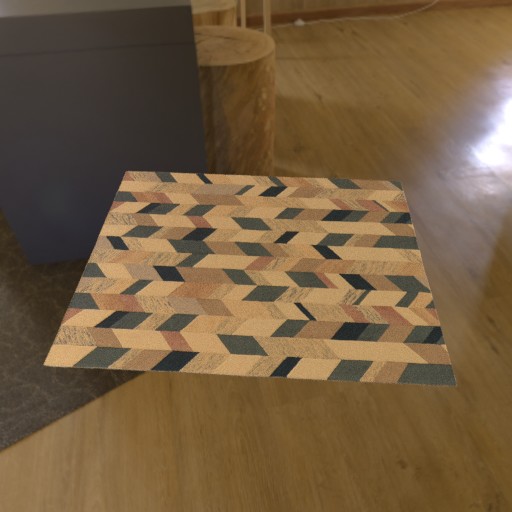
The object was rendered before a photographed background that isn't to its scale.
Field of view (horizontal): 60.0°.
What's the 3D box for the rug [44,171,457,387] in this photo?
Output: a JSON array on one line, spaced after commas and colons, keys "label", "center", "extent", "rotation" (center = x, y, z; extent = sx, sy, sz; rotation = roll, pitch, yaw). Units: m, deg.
[{"label": "rug", "center": [0.000, 0.000, 4.108], "extent": [3.072, 0.011, 2.451], "rotation": [2, 47, 2]}]
